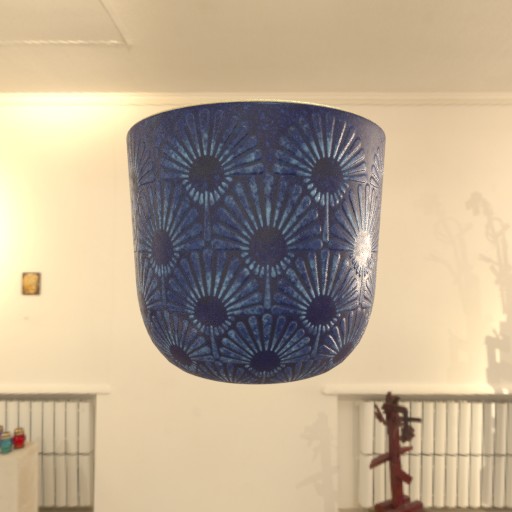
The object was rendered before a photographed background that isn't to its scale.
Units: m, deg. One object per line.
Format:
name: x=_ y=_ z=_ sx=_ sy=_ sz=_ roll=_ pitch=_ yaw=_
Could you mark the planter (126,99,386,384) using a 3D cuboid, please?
planter: x=0.000 y=0.000 z=0.301 sx=0.170 sy=0.153 sz=0.170 roll=0 pitch=-1 yaw=0
